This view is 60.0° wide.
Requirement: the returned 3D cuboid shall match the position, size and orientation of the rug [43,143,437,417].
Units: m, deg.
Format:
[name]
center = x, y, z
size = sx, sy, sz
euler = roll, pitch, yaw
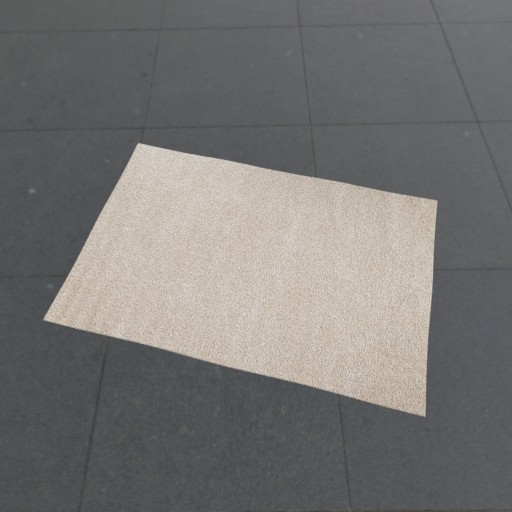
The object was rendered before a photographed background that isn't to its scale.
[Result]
[rug]
center = 0.000, 0.000, 3.469
size = 2.699, 0.025, 1.800
euler = 12, 60, 7
